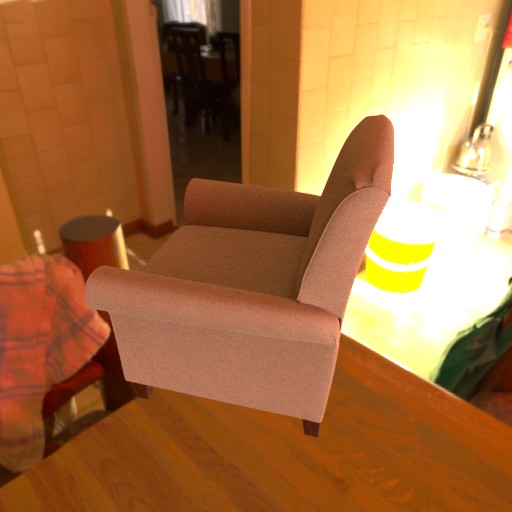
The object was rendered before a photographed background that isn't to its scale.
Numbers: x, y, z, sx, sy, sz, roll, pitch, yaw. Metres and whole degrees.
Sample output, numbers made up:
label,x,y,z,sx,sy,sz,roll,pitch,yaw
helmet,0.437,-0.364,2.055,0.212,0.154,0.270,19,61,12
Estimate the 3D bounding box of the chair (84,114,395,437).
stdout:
label,x,y,z,sx,sy,sz,roll,pitch,yaw
chair,0.000,0.000,1.741,0.905,1.061,0.978,8,32,13
